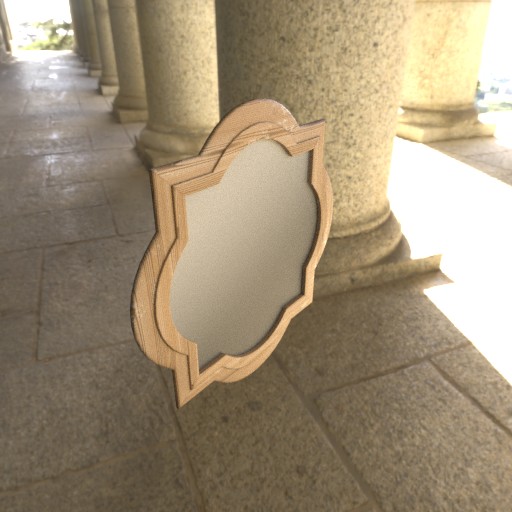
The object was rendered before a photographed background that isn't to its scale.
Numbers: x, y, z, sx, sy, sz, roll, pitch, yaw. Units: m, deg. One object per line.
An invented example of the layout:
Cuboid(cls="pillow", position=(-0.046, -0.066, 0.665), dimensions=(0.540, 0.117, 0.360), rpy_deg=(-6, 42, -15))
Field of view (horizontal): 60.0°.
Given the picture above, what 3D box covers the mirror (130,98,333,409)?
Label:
Cuboid(cls="mirror", position=(0.000, 0.000, 1.044), dimensions=(0.019, 0.686, 0.686), rpy_deg=(21, 35, 34))
